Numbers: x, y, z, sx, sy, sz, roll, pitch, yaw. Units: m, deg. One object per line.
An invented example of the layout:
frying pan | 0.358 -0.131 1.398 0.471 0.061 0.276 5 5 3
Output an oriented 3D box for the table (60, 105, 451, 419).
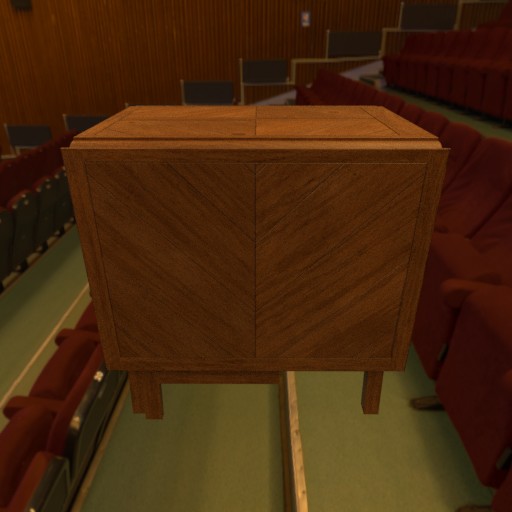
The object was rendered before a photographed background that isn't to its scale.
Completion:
table | 0.000 0.000 1.276 0.746 0.763 0.591 0 26 0
